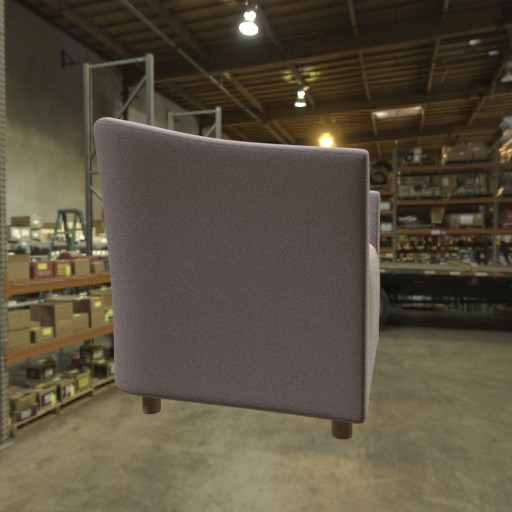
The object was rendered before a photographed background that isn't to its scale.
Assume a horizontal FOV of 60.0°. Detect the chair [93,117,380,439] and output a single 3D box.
[{"bbox_3d":[0.000,0.000,1.314,0.700,0.720,0.790,1,2,17],"label":"chair"}]
